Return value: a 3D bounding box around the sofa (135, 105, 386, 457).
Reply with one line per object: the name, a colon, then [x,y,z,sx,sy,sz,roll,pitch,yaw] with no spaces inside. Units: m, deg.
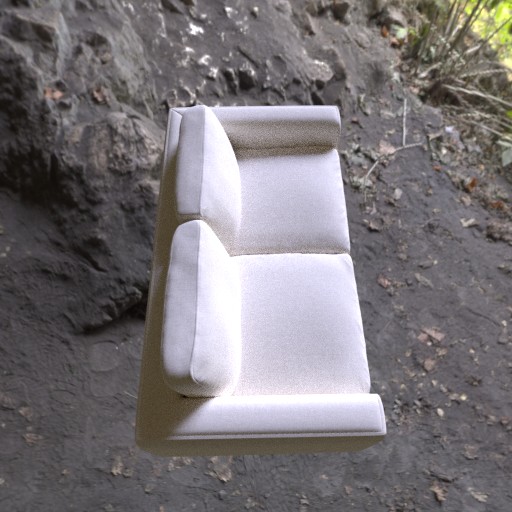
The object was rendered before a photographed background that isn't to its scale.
sofa: [0.000,0.000,2.390,1.069,0.801,1.920,-1,62,-1]
